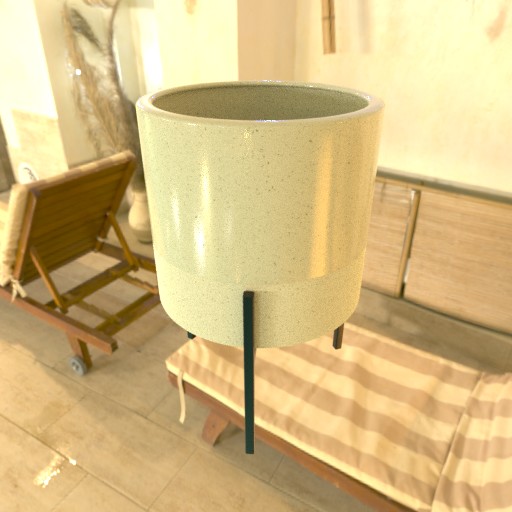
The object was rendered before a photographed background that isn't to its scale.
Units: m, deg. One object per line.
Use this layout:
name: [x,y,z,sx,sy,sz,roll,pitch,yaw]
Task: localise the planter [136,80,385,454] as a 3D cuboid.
planter: [0.000,0.000,0.334,0.159,0.230,0.152,19,34,31]
